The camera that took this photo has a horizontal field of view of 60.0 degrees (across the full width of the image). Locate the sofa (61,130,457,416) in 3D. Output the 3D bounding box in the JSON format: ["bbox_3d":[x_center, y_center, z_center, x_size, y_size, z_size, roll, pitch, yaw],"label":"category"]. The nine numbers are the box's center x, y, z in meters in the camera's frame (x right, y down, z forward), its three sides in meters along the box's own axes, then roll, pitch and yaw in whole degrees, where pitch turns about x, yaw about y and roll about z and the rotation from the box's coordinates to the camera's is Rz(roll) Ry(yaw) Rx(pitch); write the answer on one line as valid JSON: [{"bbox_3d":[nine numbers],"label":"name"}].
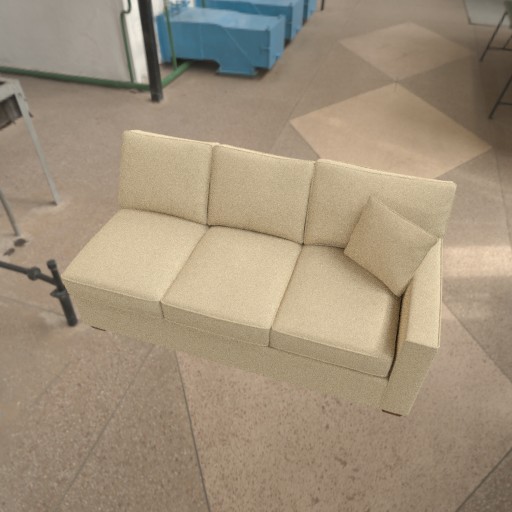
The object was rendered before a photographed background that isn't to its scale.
[{"bbox_3d":[0.000,0.000,2.546,1.963,0.946,1.034,13,43,14],"label":"sofa"}]
